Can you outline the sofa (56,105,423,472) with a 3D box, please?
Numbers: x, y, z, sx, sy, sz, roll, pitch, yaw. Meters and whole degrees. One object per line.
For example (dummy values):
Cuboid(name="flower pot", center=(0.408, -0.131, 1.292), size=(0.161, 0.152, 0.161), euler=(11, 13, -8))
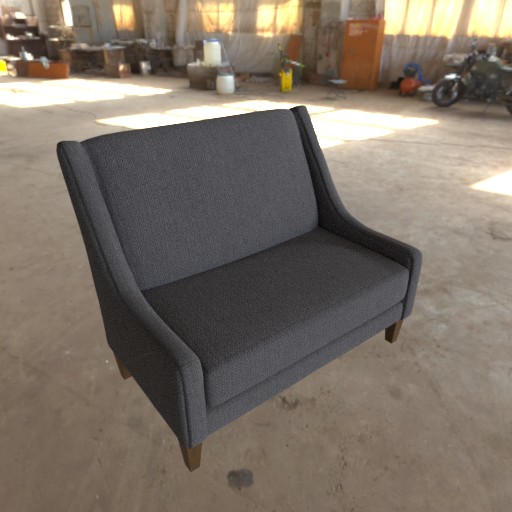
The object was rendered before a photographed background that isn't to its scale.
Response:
Cuboid(name="sofa", center=(0.000, 0.000, 1.892), size=(1.242, 1.022, 0.873), euler=(-20, 35, -33))
